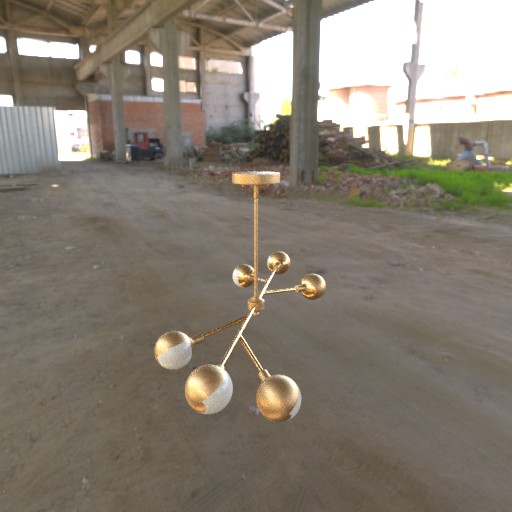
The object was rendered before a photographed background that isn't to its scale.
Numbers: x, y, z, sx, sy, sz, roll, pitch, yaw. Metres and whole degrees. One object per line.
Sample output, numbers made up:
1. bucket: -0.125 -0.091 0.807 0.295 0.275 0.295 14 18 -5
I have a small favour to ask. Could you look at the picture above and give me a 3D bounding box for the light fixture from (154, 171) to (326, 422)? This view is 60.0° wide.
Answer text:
1. light fixture: 0.000 0.000 0.980 0.434 0.362 0.778 7 16 26
